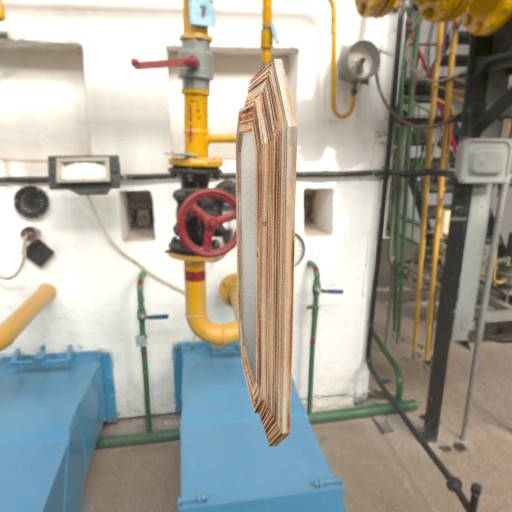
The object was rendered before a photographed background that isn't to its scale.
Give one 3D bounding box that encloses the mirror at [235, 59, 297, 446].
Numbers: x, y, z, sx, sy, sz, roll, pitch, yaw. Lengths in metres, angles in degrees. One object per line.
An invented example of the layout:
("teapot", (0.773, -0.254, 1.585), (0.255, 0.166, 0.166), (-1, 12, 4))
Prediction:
("mirror", (0.000, 0.000, 1.306), (0.061, 1.015, 0.709), (-2, 15, -8))
